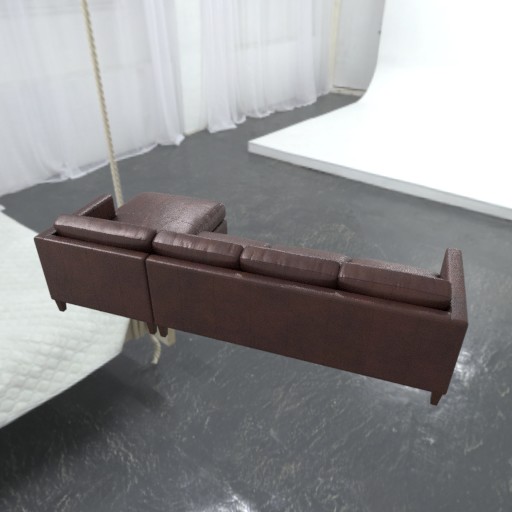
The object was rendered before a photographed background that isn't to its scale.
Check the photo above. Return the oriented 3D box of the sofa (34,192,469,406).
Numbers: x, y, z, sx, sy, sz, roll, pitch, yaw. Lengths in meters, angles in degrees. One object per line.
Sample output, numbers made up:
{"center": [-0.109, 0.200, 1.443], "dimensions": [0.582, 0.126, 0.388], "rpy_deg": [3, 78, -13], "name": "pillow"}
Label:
{"center": [0.000, 0.000, 3.839], "dimensions": [3.203, 0.883, 1.581], "rpy_deg": [10, 33, 16], "name": "sofa"}
